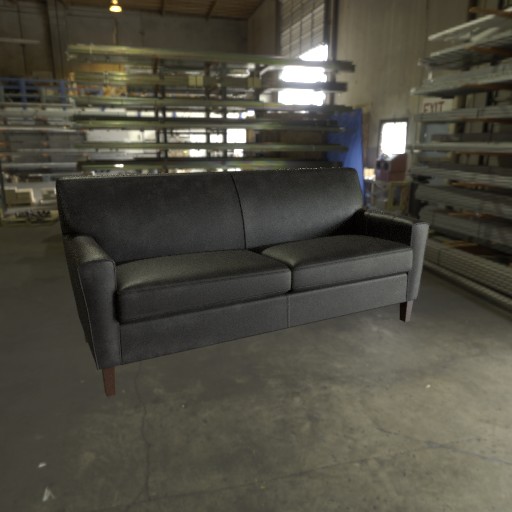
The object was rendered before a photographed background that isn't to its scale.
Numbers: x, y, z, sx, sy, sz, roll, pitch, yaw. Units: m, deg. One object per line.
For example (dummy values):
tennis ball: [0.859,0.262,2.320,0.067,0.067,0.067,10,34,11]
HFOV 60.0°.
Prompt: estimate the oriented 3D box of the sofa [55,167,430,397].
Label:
sofa: [0.000,0.000,2.627,2.053,0.947,0.805,-8,16,-27]
